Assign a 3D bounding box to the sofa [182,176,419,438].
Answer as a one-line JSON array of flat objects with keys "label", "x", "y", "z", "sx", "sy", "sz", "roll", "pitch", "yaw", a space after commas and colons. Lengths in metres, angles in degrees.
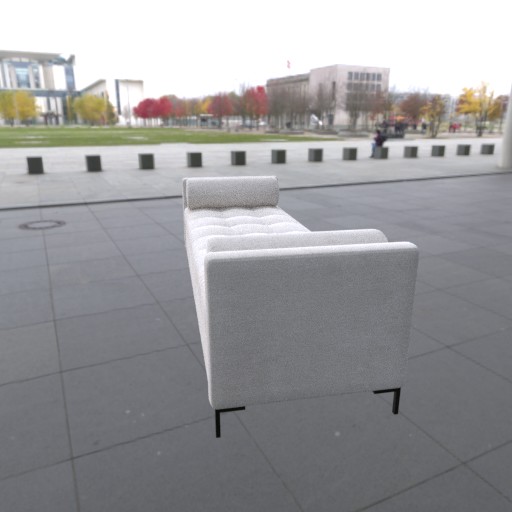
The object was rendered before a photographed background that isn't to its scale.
[{"label": "sofa", "x": 0.000, "y": 0.000, "z": 2.354, "sx": 0.686, "sy": 0.635, "sz": 1.981, "roll": -3, "pitch": 17, "yaw": -11}]
